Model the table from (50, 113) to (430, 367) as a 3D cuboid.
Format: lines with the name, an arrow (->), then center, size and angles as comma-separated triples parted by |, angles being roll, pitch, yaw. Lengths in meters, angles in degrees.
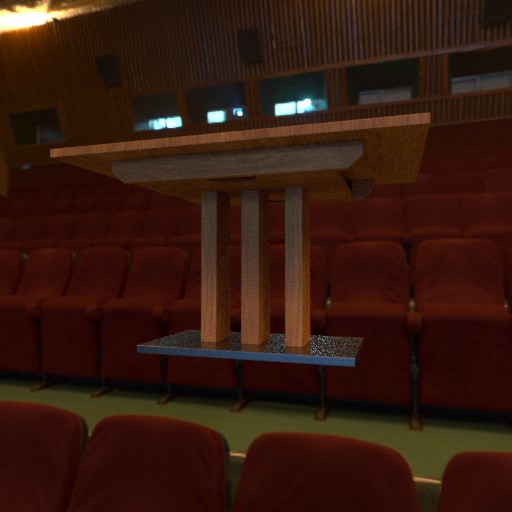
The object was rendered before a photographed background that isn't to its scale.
table -> 0.000, 0.000, 1.852 | 1.300, 0.770, 0.900 | 0, -2, 17
